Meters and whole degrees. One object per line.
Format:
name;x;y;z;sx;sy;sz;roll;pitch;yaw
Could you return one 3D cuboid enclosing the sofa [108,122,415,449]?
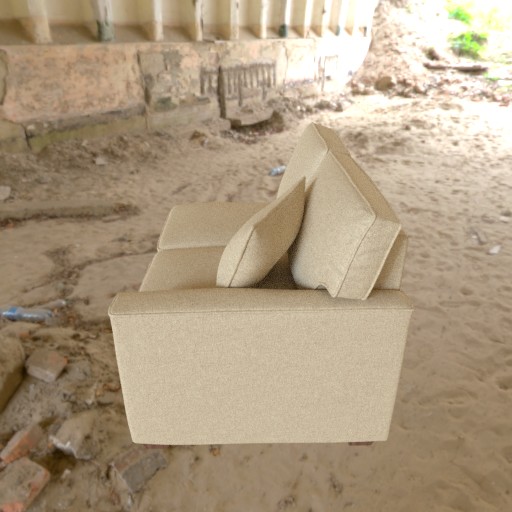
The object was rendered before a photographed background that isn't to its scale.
sofa;0.000;0.000;2.063;0.991;0.989;1.388;-1;27;-1
